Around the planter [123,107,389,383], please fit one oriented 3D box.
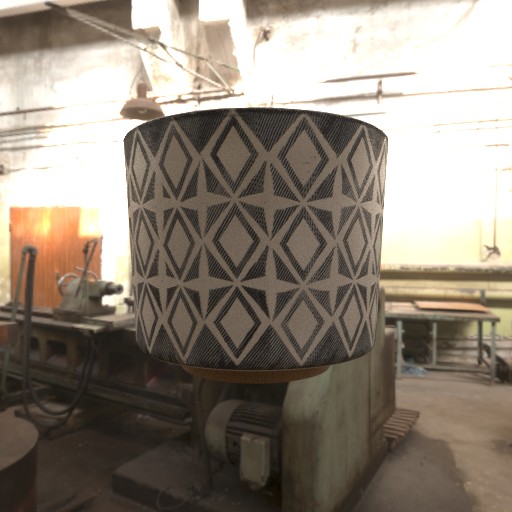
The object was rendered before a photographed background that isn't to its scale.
[{"bbox_3d":[0.000,0.000,0.454,0.260,0.220,0.260,0,0,0],"label":"planter"}]
